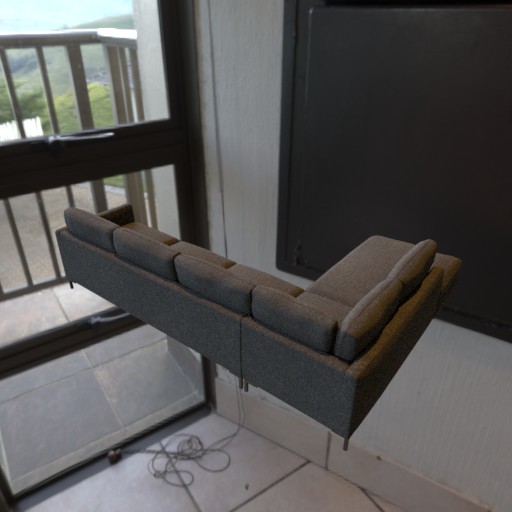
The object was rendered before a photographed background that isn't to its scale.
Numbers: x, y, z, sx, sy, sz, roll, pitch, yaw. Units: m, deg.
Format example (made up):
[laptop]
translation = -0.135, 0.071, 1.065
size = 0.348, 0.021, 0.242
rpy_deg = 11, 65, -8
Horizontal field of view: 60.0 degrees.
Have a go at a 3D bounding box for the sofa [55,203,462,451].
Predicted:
[sofa]
translation = 0.000, 0.000, 3.866
size = 2.949, 0.815, 2.007
rpy_deg = 21, 35, 32
